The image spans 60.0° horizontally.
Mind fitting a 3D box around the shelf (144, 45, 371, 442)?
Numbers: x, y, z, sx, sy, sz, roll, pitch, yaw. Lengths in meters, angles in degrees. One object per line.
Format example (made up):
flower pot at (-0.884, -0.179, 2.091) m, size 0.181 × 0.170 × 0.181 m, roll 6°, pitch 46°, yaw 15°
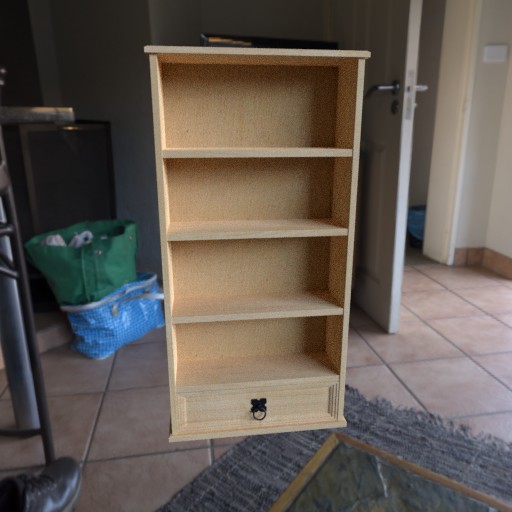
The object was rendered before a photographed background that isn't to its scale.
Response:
shelf at (0.000, 0.000, 1.229) m, size 0.520 × 1.030 × 0.175 m, roll -2°, pitch 16°, yaw -7°
